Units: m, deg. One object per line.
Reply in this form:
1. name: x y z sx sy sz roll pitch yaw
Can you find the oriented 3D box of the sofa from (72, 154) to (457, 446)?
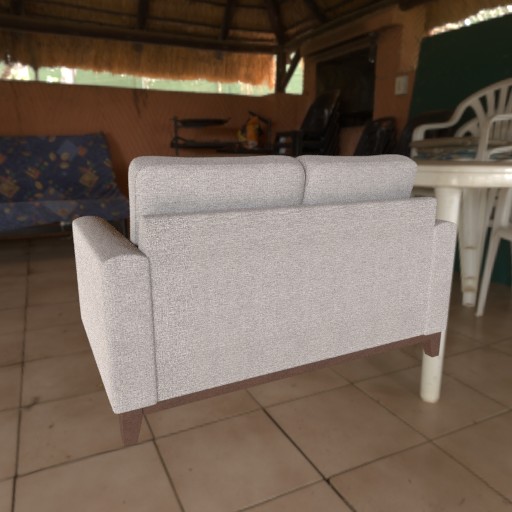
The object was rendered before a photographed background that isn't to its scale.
1. sofa: 0.000 0.000 1.957 1.420 0.873 0.917 -7 15 -26
